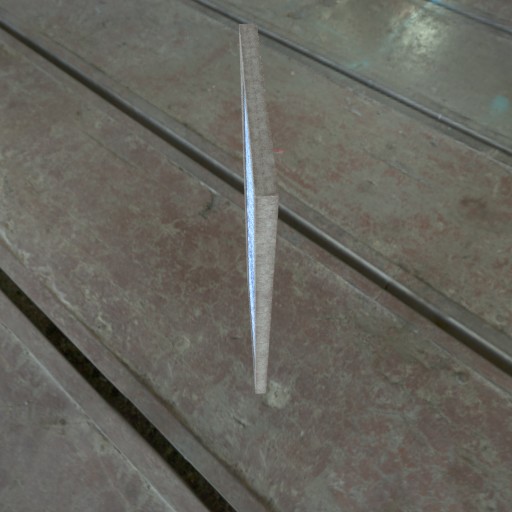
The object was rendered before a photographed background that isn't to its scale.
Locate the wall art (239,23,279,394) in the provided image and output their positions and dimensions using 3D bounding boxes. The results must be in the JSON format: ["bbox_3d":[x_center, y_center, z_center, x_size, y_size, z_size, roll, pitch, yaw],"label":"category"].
[{"bbox_3d":[0.000,0.000,1.712,0.051,1.461,0.648,-3,57,-2],"label":"wall art"}]
